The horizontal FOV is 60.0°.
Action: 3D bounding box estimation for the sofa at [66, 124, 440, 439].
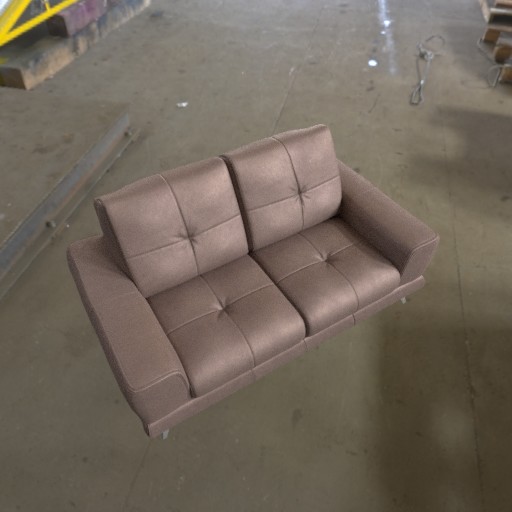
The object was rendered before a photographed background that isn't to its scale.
[{"bbox_3d":[0.000,0.000,2.421,1.806,0.907,1.018,-24,50,-21],"label":"sofa"}]
